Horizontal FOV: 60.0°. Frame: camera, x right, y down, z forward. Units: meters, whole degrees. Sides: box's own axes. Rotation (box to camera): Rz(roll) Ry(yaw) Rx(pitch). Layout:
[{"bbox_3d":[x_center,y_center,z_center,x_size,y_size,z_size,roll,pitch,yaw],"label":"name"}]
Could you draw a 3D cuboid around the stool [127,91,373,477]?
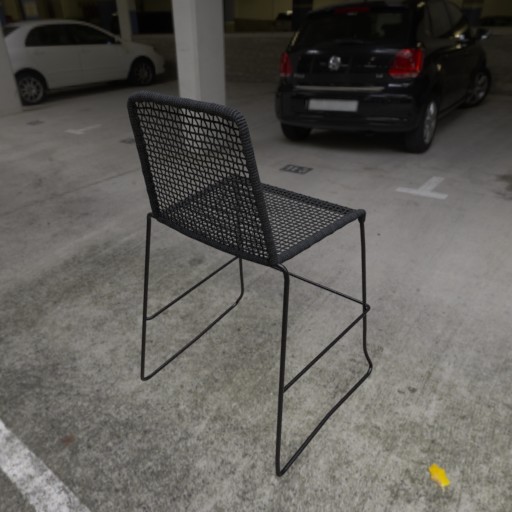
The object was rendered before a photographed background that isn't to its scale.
[{"bbox_3d":[0.000,0.000,1.211,0.590,0.905,0.509,22,37,32],"label":"stool"}]
